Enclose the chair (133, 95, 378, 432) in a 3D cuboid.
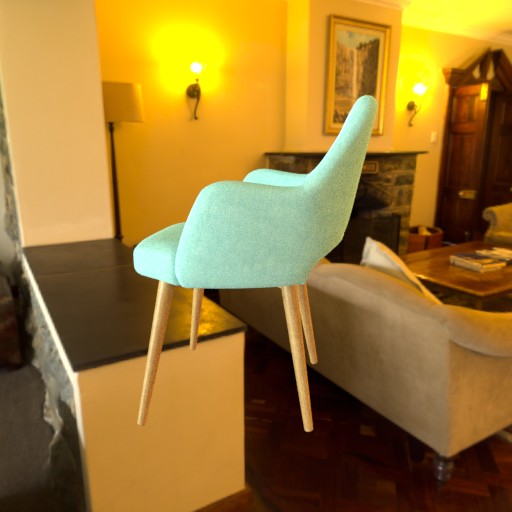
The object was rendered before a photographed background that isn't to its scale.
[{"bbox_3d":[0.000,0.000,1.259,0.610,0.840,0.590,2,14,9],"label":"chair"}]
